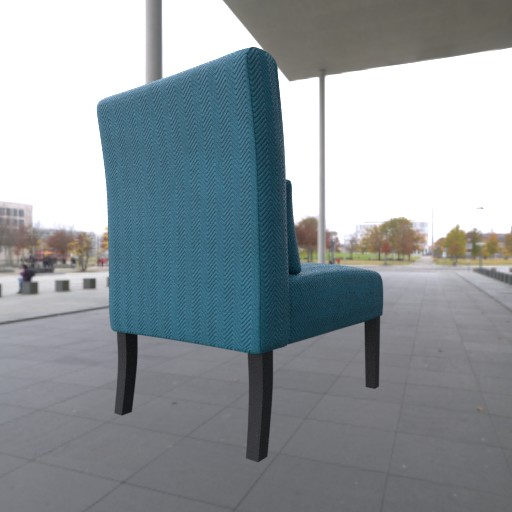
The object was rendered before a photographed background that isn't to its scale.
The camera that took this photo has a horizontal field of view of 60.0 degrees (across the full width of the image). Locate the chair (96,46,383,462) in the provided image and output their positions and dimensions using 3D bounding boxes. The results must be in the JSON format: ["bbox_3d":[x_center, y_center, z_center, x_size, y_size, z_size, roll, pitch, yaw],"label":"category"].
[{"bbox_3d":[0.000,0.000,1.427,0.579,0.927,0.808,0,0,37],"label":"chair"}]
